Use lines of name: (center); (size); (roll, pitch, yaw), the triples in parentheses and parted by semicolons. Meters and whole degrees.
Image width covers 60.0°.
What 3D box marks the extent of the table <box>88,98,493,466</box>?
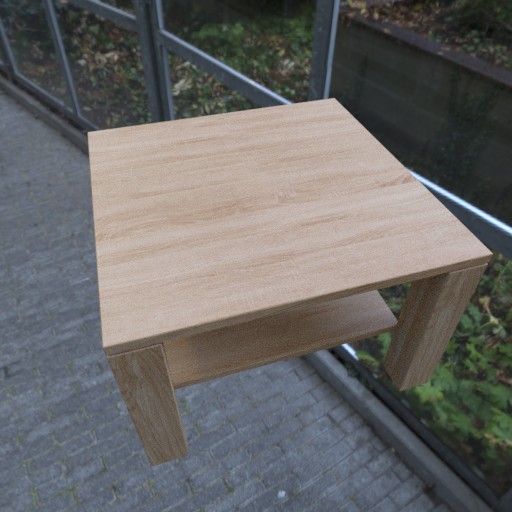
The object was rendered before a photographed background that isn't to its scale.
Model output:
table: (0.000, 0.000, 1.138); (0.700, 0.450, 0.700); (-12, 45, -12)
